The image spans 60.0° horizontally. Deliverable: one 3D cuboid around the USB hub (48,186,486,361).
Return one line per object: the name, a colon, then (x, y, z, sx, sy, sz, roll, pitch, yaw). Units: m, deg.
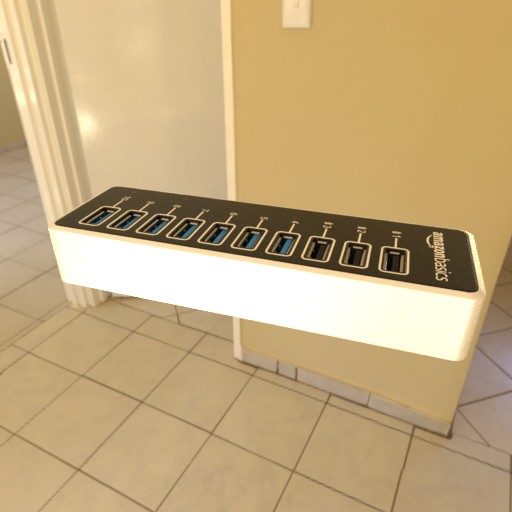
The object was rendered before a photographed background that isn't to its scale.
USB hub: (0.000, 0.000, 0.161, 0.145, 0.023, 0.044, 9, 31, 15)
